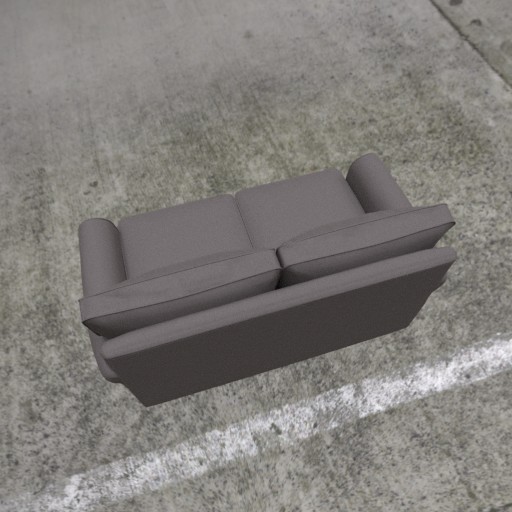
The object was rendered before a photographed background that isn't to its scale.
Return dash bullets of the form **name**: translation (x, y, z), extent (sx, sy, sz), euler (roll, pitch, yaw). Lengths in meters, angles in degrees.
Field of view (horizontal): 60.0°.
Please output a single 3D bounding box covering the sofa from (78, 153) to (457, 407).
- **sofa**: translation (0.000, 0.000, 2.248), extent (1.665, 0.937, 0.964), euler (-15, 59, -9)
